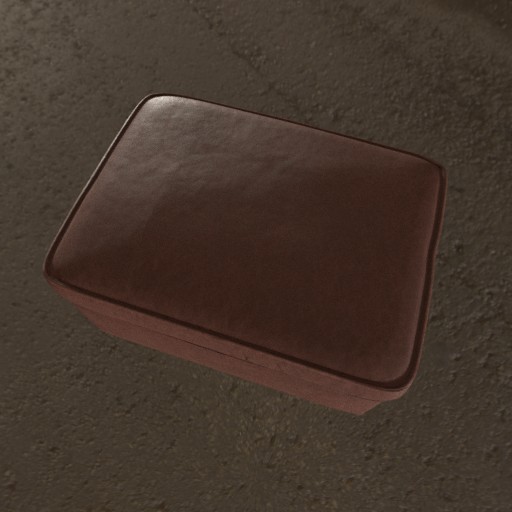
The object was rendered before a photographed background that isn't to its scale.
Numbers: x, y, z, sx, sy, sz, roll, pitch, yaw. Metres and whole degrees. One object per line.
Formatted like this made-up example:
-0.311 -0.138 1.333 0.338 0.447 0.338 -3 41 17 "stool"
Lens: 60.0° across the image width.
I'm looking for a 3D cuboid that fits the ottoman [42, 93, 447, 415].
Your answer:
0.000 0.000 1.079 0.749 0.449 0.548 16 64 8 "ottoman"
